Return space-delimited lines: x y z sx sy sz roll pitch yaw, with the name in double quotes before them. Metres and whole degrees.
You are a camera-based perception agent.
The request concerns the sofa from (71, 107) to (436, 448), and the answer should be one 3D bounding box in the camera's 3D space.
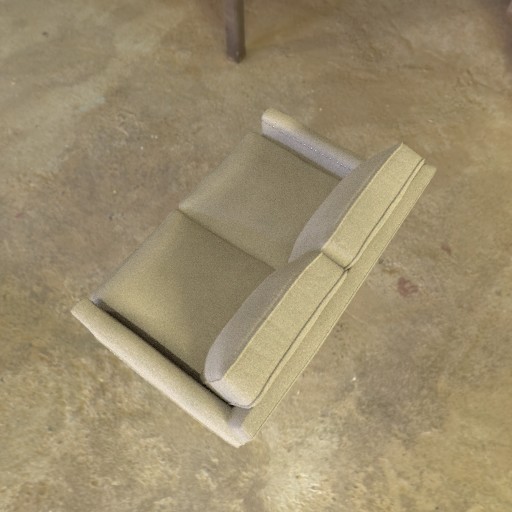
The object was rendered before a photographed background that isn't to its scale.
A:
"sofa" 0.000 0.000 2.294 1.084 1.003 1.597 33 67 16
